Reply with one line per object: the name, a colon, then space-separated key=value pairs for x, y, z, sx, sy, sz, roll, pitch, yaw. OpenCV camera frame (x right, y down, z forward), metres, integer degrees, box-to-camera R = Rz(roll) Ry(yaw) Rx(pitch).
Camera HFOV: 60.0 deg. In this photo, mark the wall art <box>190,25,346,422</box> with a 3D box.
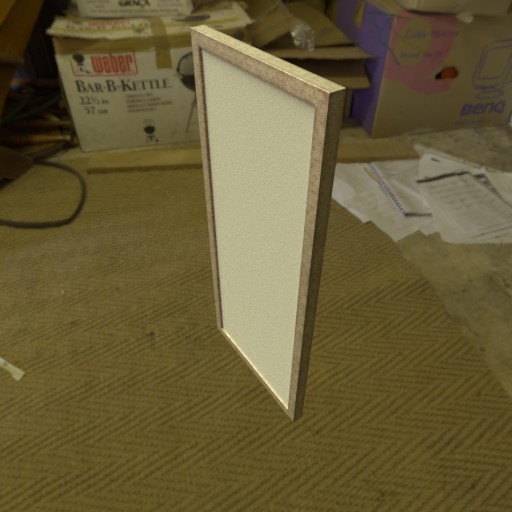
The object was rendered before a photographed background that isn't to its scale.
wall art: x=0.000 y=0.000 z=1.679 sx=0.051 sy=1.461 sz=0.648 roll=-25 pitch=47 yaw=-25
